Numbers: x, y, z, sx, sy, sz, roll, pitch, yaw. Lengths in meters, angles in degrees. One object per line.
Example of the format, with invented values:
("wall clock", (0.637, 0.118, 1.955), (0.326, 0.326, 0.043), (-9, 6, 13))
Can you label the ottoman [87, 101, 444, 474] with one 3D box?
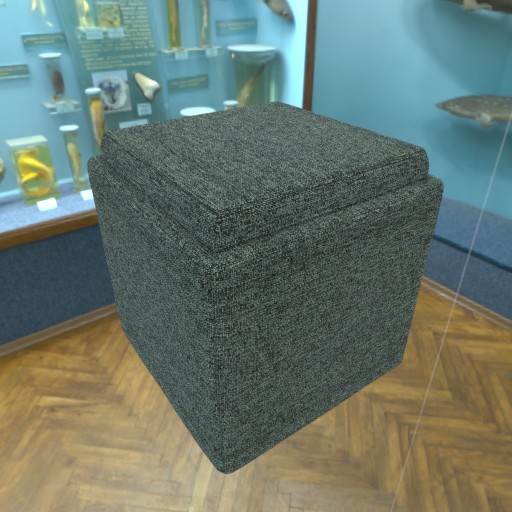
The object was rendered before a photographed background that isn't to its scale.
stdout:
("ottoman", (0.000, 0.000, 0.838), (0.450, 0.463, 0.450), (-21, 38, -29))
